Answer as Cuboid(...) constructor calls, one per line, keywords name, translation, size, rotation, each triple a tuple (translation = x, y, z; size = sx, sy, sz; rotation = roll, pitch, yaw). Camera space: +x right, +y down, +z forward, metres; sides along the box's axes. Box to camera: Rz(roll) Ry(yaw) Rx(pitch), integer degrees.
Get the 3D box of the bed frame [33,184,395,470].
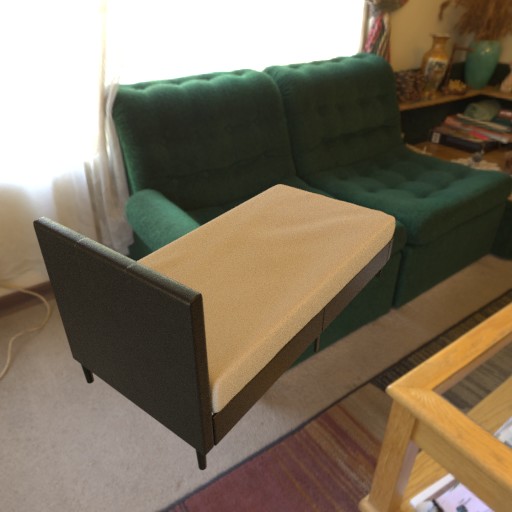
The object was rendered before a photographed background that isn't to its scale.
Cuboid(name="bed frame", translation=(0.000, 0.000, 2.629), size=(1.038, 1.046, 2.152), rotation=(22, 38, 31))
